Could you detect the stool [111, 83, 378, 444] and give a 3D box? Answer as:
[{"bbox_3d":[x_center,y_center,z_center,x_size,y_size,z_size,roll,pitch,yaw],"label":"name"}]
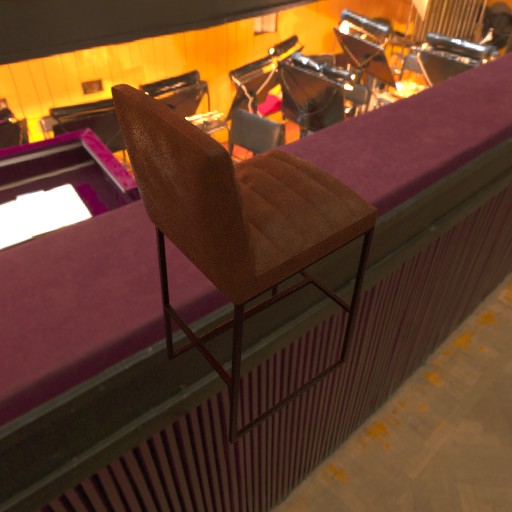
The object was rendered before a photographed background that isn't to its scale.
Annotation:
[{"bbox_3d":[0.000,0.000,1.379,0.562,1.065,0.463,-26,47,-28],"label":"stool"}]
